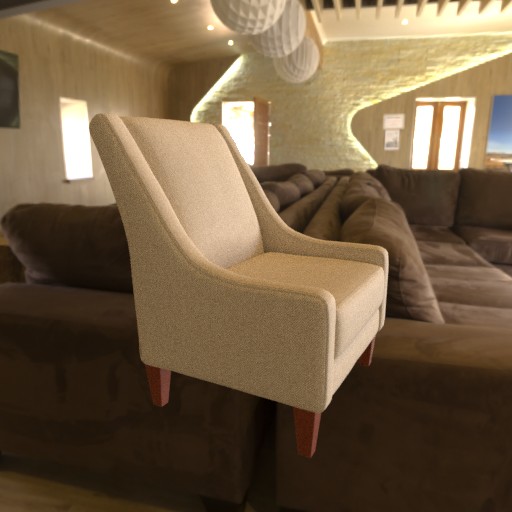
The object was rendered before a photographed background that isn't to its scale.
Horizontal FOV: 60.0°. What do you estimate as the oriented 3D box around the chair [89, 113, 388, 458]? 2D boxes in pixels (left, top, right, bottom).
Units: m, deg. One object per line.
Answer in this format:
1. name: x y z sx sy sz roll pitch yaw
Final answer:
1. chair: 0.000 0.000 1.681 0.870 1.014 0.774 7 15 28
